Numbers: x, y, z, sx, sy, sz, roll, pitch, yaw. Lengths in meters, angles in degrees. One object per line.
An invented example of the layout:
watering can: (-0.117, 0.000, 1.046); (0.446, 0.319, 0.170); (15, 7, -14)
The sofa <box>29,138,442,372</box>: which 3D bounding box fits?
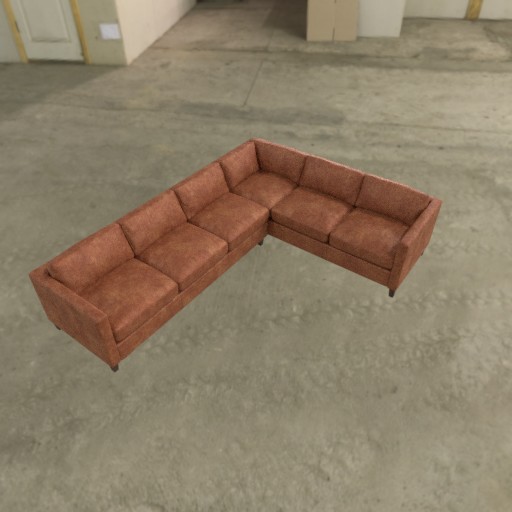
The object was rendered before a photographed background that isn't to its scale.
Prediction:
sofa: (0.000, 0.000, 4.281); (2.438, 0.838, 3.167); (26, 47, 27)
